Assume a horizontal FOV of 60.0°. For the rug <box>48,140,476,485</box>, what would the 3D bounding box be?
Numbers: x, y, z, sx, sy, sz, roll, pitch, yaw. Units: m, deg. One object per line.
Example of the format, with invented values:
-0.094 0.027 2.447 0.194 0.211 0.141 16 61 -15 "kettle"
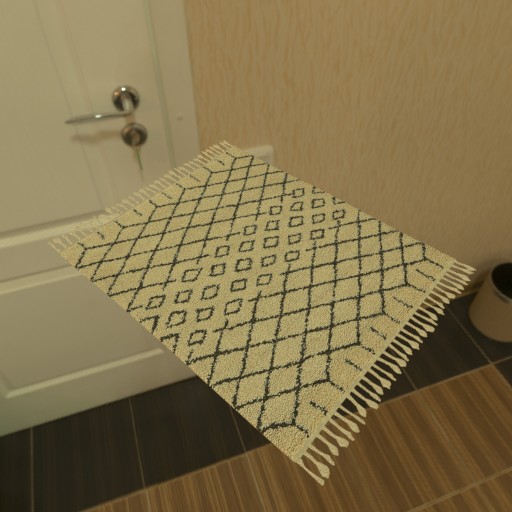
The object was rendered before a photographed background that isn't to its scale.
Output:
0.000 0.000 4.091 3.213 0.030 2.388 33 55 27 "rug"
